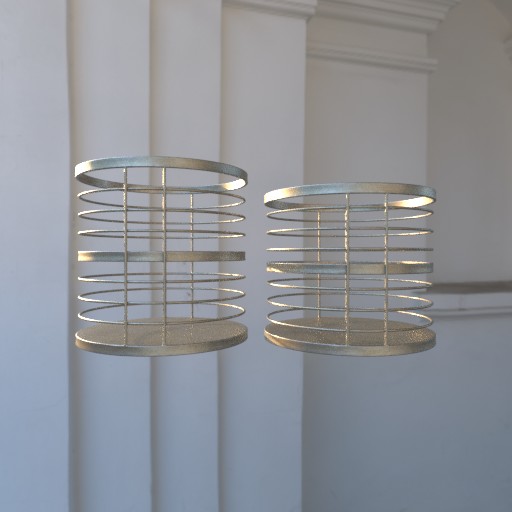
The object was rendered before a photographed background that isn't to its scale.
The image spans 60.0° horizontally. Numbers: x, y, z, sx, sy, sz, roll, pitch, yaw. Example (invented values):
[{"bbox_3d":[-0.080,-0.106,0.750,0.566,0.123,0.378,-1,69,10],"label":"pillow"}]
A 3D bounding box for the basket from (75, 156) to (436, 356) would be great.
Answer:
[{"bbox_3d":[0.000,0.000,0.951,0.746,0.351,0.356,0,0,0],"label":"basket"}]
